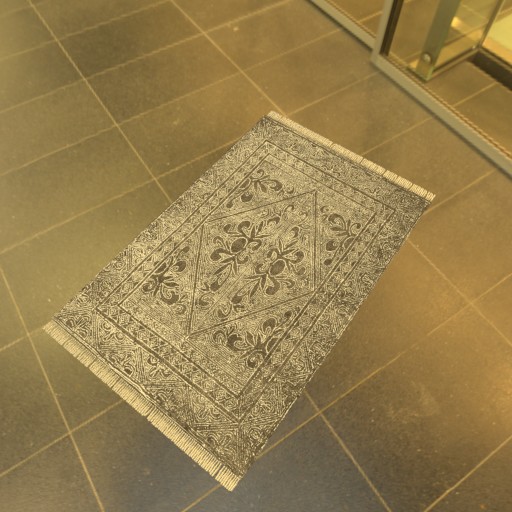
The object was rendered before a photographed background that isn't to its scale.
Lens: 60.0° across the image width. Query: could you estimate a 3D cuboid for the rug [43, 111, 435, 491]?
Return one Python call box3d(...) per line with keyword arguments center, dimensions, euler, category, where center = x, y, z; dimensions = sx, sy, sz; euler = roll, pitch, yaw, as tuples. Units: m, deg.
box3d(center=(0.000, 0.000, 3.029), dimensions=(1.529, 0.010, 2.440), euler=(33, 65, 18), category="rug")
